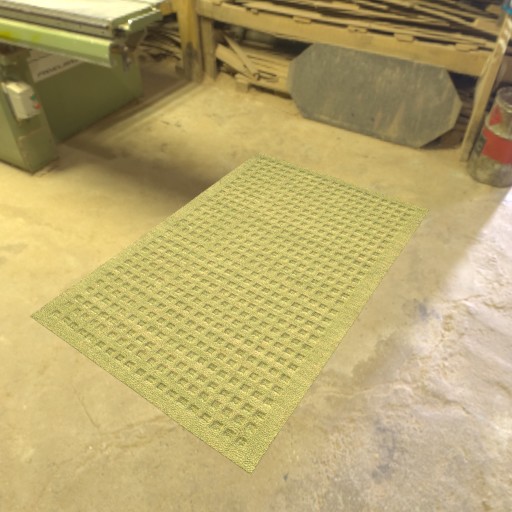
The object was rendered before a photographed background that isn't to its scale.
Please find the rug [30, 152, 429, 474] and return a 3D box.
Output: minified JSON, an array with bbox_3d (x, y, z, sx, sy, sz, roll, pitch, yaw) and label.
[{"bbox_3d":[0.000,0.000,2.887,1.529,0.007,2.297,25,48,25],"label":"rug"}]
